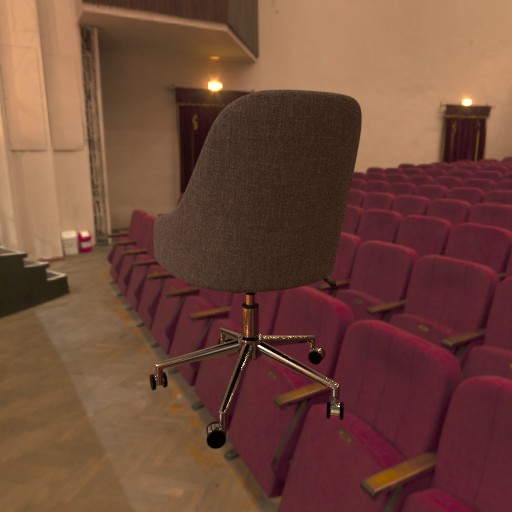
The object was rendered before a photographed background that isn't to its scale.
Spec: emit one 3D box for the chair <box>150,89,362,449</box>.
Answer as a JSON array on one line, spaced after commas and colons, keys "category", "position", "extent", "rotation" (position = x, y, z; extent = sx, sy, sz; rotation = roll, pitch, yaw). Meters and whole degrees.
[{"category": "chair", "position": [0.000, 0.000, 1.461], "extent": [0.671, 0.950, 0.712], "rotation": [-7, 15, -26]}]
